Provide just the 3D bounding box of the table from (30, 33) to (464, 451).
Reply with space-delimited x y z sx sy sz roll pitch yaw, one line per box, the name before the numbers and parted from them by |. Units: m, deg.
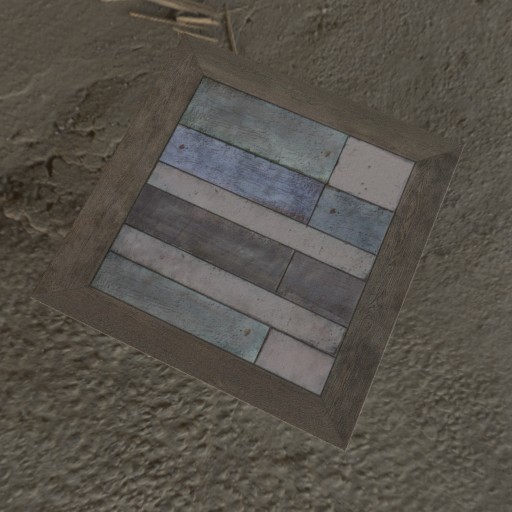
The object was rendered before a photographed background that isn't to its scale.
table | 0.000 0.000 1.123 0.610 0.610 0.610 24 78 6
